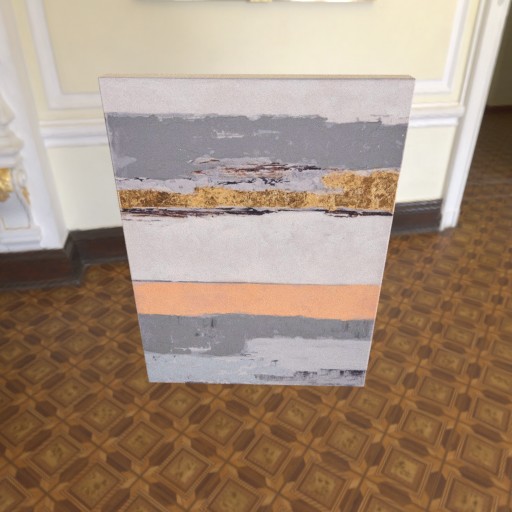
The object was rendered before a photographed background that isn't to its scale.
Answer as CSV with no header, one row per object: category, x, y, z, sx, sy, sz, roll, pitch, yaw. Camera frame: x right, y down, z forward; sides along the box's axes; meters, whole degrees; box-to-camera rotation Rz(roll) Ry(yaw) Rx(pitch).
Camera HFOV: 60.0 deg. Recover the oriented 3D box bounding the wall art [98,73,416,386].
wall art,0.000,0.000,0.801,0.456,0.609,0.038,1,30,1
